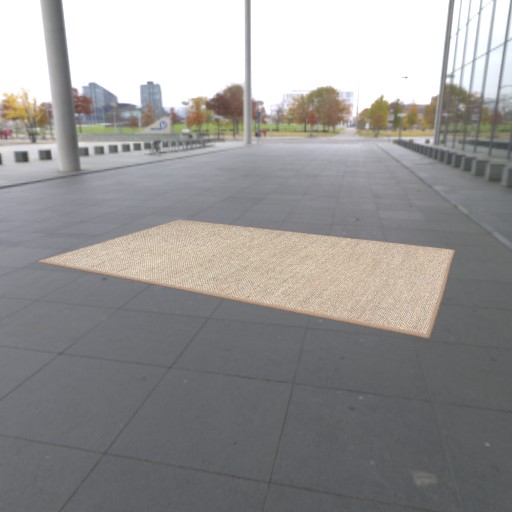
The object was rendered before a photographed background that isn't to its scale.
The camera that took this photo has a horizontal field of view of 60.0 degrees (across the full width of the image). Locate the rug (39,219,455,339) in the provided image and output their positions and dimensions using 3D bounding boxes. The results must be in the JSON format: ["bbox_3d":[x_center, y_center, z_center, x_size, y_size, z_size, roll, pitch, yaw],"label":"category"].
[{"bbox_3d":[0.000,0.000,2.088,1.668,0.012,1.061,8,18,26],"label":"rug"}]
